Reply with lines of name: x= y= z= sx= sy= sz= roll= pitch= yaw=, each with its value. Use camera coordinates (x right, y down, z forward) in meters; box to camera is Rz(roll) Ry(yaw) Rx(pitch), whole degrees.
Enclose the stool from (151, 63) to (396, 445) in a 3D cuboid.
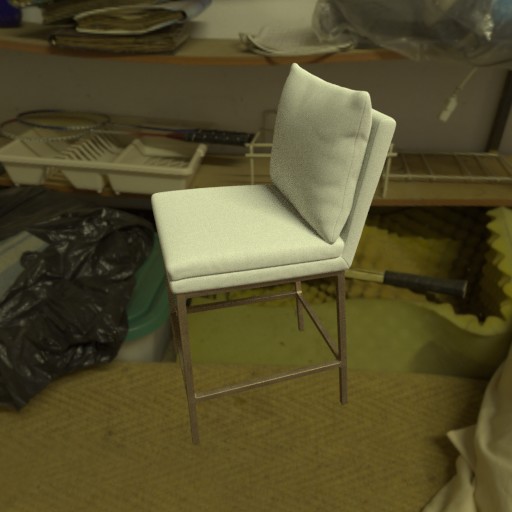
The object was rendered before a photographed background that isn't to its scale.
stool: x=0.000 y=0.000 z=1.366 sx=0.572 sy=1.032 sz=0.463 roll=-9 pitch=32 yaw=-14
